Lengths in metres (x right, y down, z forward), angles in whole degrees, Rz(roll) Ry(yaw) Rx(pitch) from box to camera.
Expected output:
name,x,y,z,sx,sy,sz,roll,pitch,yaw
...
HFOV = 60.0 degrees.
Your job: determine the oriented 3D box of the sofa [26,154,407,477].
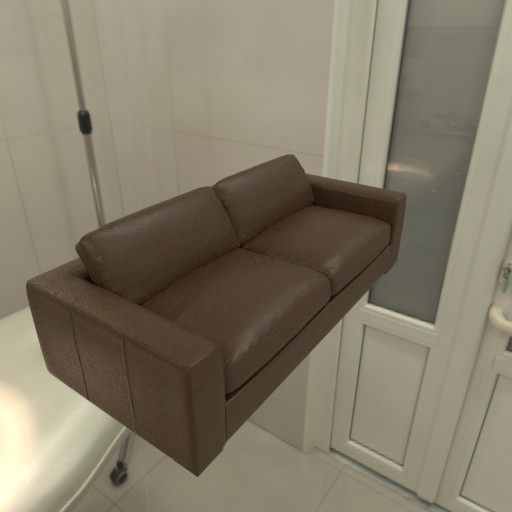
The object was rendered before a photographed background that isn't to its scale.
name,x,y,z,sx,sy,sz,roll,pitch,yaw
sofa,0.000,0.000,2.667,1.070,0.801,2.262,18,32,31
